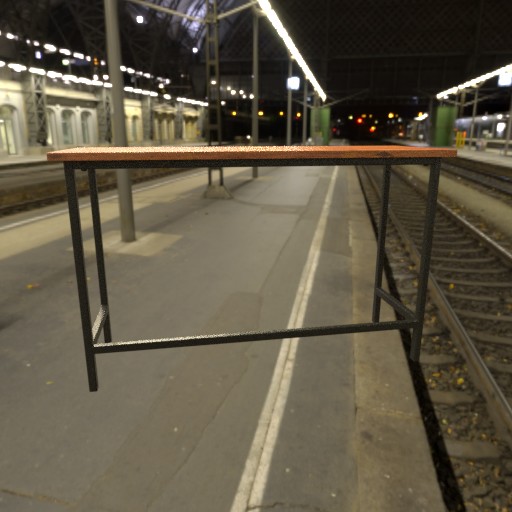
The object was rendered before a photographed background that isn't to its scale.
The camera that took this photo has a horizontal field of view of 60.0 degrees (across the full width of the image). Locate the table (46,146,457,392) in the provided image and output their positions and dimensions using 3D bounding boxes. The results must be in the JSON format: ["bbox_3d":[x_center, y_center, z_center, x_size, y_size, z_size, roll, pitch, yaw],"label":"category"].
[{"bbox_3d":[0.000,0.000,1.570,1.204,0.740,0.408,-3,16,-10],"label":"table"}]
